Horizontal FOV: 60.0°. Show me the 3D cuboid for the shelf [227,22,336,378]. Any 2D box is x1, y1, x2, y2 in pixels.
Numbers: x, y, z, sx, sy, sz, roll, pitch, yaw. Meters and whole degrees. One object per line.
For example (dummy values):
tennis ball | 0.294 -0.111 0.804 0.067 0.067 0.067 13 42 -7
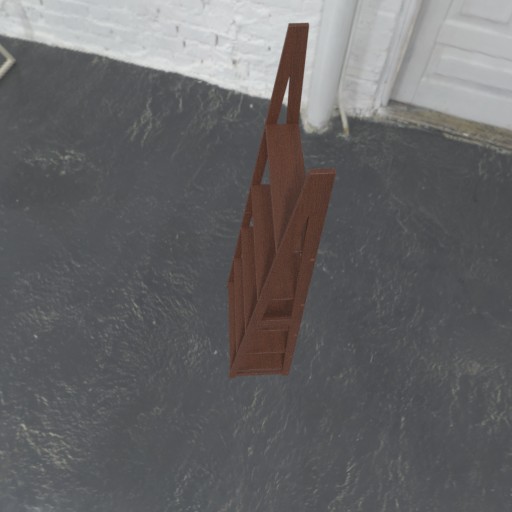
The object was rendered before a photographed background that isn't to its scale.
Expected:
shelf | 0.000 0.000 1.958 0.350 1.770 0.600 -2 60 -1
